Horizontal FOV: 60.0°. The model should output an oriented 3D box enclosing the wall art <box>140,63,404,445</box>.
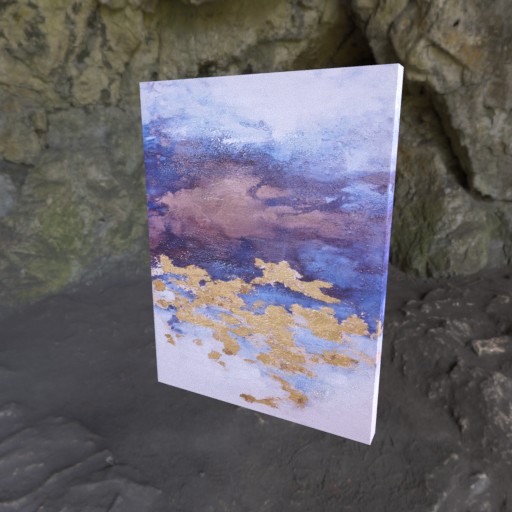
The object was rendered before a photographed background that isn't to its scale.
[{"bbox_3d":[0.000,0.000,0.763,0.437,0.581,0.036,7,16,26],"label":"wall art"}]
